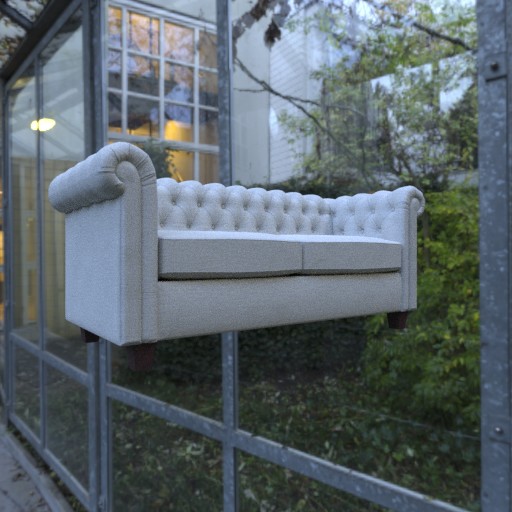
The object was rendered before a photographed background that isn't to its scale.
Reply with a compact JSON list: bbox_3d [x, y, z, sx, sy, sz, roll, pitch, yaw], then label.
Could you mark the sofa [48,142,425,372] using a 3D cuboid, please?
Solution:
[{"bbox_3d":[0.000,0.000,2.249,1.798,0.797,0.783,0,0,-36],"label":"sofa"}]
